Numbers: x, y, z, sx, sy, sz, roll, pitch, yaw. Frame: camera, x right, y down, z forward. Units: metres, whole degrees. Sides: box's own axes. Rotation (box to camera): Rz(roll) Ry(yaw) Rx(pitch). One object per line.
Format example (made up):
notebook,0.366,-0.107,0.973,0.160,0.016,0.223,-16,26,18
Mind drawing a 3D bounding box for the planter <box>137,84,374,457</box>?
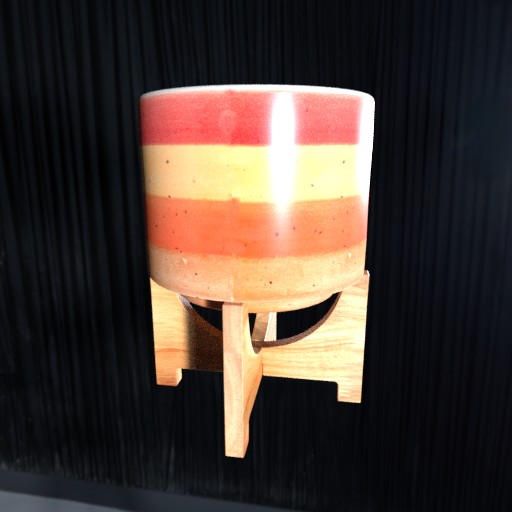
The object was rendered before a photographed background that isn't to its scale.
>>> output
planter,0.000,0.000,0.400,0.199,0.268,0.199,0,14,0
